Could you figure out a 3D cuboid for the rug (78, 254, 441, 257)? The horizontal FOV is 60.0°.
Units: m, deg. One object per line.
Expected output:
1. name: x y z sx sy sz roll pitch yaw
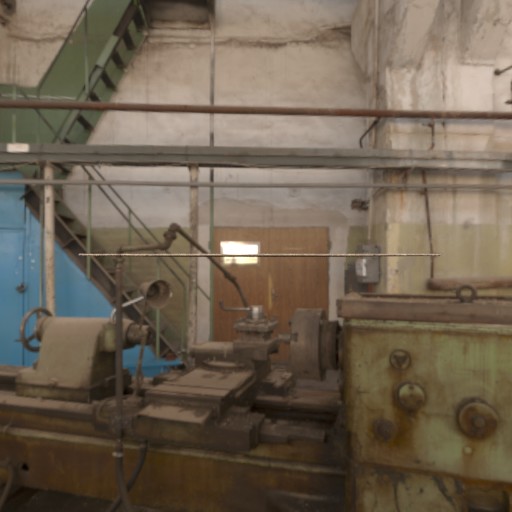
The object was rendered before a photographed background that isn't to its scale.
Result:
1. rug: 0.000 0.000 3.086 1.546 0.010 2.442 0 0 -1
